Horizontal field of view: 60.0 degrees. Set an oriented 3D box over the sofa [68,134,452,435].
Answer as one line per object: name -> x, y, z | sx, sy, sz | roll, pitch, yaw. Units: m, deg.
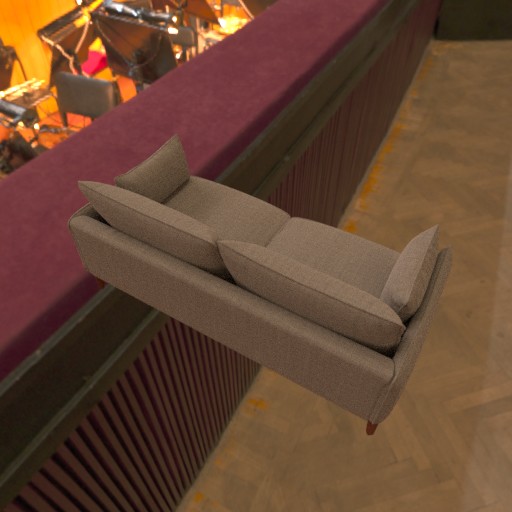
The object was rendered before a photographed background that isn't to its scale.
sofa -> 0.000, 0.000, 2.546 | 1.989, 0.851, 0.972 | 23, 51, 21
